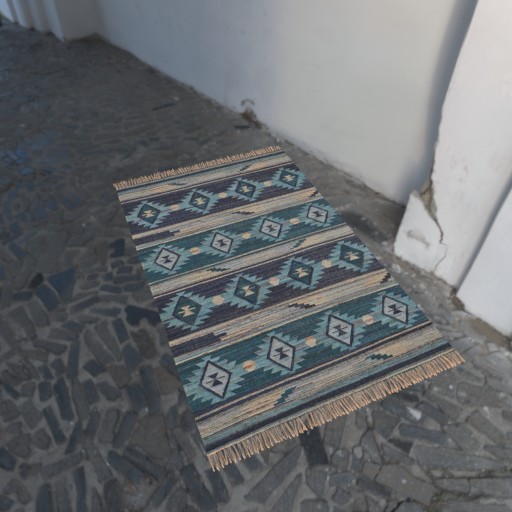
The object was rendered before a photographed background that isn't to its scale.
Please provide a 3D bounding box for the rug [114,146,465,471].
[{"bbox_3d":[0.000,0.000,2.408,1.181,0.028,1.936,-17,48,-16],"label":"rug"}]
